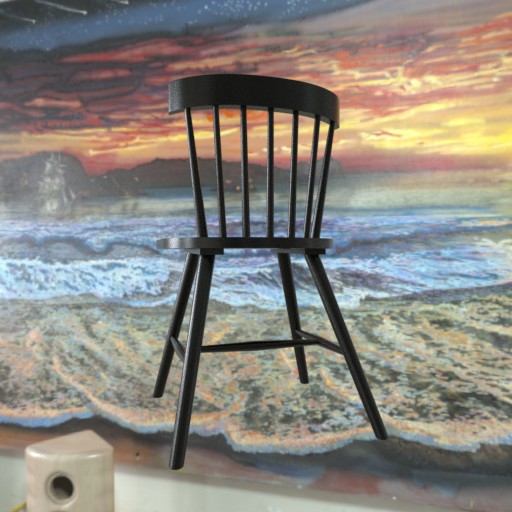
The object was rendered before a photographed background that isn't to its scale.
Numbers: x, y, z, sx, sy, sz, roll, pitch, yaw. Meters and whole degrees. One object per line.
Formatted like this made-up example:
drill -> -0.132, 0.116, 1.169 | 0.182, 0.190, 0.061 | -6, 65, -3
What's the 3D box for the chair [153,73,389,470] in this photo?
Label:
chair -> 0.000, 0.000, 1.175 | 0.506, 0.844, 0.483 | 0, 1, -17
